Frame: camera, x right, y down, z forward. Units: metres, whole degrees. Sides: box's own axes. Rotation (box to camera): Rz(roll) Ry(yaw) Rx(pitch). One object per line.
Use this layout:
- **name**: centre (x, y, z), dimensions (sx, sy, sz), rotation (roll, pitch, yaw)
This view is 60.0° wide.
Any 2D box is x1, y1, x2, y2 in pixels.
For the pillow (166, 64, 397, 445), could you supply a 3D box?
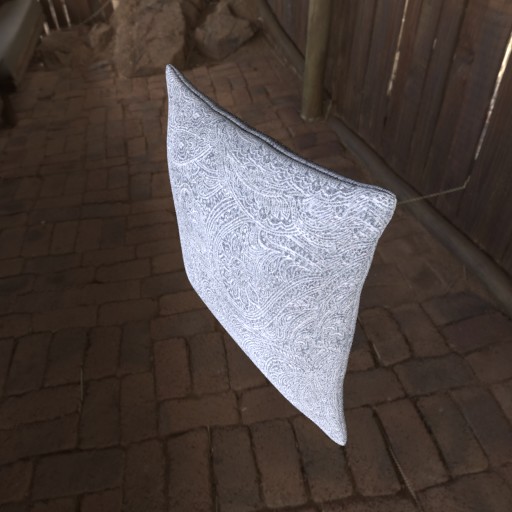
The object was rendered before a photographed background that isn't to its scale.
- **pillow**: centre (0.000, 0.000, 0.766), dimensions (0.166, 0.510, 0.523), rotation (-24, 46, -26)
